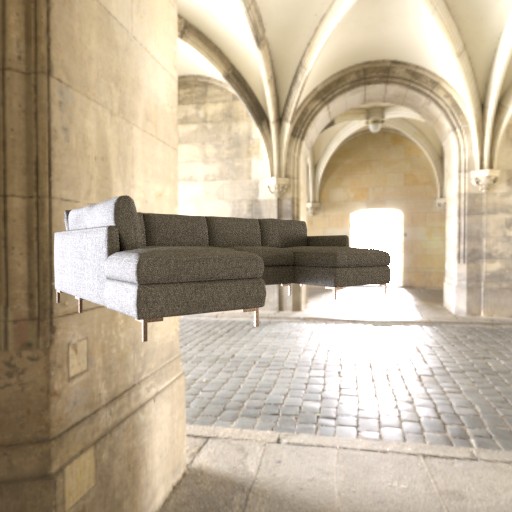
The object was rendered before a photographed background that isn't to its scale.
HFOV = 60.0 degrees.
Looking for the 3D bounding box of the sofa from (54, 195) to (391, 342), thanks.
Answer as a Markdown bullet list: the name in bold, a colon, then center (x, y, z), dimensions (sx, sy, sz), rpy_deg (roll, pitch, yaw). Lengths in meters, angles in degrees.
- **sofa**: center (0.000, 0.000, 3.608), dimensions (2.737, 0.756, 1.879), rpy_deg (-1, 1, -36)
